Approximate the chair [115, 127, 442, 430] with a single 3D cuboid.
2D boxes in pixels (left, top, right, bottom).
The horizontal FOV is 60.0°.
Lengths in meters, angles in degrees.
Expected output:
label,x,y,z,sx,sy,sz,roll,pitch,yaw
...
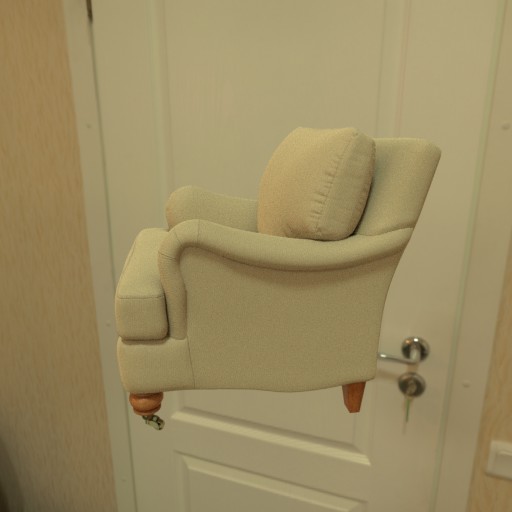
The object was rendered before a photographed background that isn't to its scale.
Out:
label,x,y,z,sx,sy,sz,roll,pitch,yaw
chair,0.000,0.000,1.860,1.070,1.038,0.955,-3,17,-9
